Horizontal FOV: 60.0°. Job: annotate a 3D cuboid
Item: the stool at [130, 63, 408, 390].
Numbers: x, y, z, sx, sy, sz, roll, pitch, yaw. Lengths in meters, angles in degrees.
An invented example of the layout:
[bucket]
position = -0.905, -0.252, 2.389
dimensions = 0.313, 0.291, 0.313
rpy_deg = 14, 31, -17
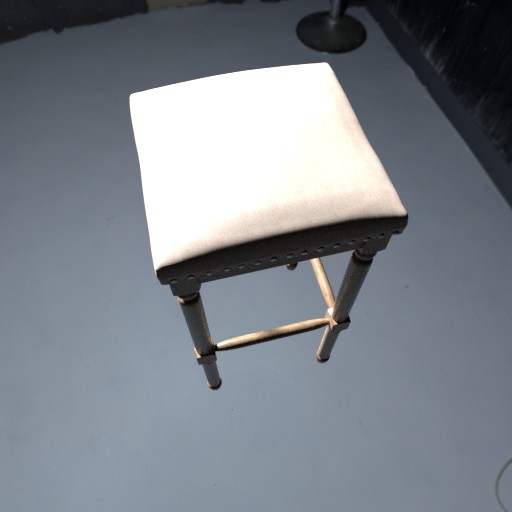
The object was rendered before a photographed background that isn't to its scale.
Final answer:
[stool]
position = 0.000, 0.000, 1.013
dimensions = 0.383, 0.768, 0.382
rpy_deg = -12, 60, -7
